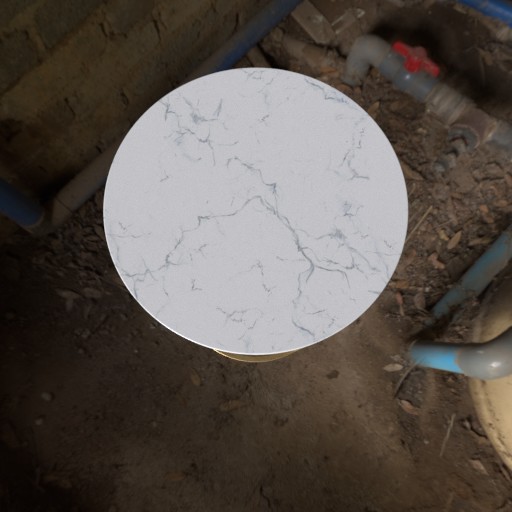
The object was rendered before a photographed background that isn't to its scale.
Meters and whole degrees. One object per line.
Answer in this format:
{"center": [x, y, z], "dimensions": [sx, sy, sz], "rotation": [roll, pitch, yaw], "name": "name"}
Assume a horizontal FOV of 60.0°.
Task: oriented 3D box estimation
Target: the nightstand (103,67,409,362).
{"center": [0.000, 0.000, 0.878], "dimensions": [0.400, 0.610, 0.400], "rotation": [3, 76, 1], "name": "nightstand"}
